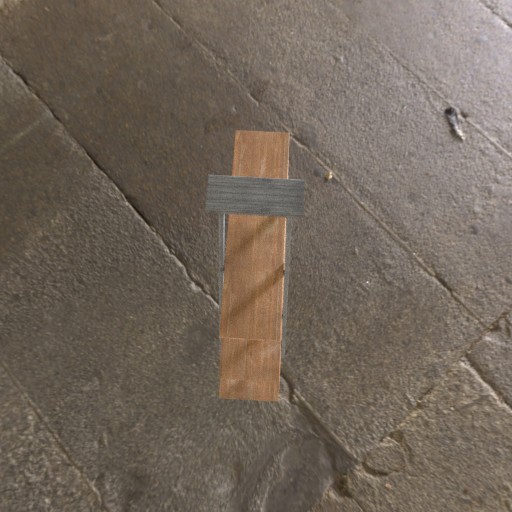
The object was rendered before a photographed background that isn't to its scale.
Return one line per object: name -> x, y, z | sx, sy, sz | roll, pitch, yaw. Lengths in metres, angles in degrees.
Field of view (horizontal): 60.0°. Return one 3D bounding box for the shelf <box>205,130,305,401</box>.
shelf -> 0.000, 0.000, 2.735 | 0.508, 1.808, 1.746 | 3, 74, 1
